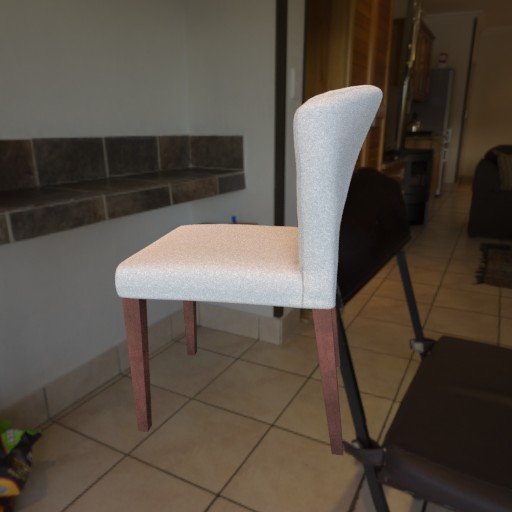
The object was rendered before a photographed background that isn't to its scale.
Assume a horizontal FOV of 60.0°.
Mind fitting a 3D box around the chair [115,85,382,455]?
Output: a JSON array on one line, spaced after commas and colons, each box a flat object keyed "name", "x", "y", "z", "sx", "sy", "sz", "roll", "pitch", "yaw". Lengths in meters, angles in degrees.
[{"name": "chair", "x": 0.000, "y": 0.000, "z": 1.185, "sx": 0.592, "sy": 0.839, "sz": 0.491, "roll": 3, "pitch": 16, "yaw": 9}]
